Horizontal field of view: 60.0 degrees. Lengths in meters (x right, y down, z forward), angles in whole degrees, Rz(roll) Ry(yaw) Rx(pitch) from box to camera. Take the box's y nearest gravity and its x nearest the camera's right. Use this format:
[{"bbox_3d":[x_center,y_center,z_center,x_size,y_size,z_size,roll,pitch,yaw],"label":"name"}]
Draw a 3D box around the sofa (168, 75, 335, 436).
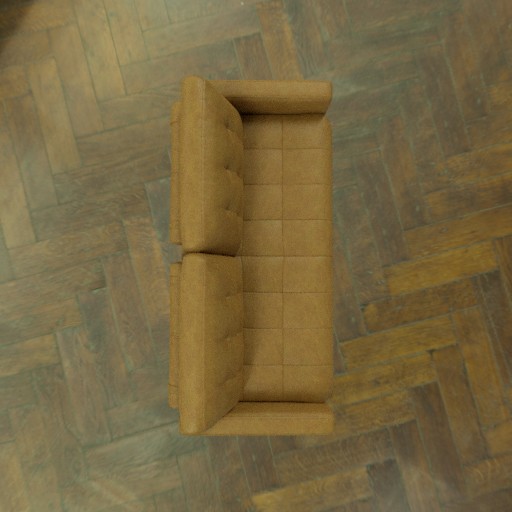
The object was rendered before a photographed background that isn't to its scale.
[{"bbox_3d":[0.000,0.000,2.358,0.850,0.898,1.821,0,88,-1],"label":"sofa"}]
